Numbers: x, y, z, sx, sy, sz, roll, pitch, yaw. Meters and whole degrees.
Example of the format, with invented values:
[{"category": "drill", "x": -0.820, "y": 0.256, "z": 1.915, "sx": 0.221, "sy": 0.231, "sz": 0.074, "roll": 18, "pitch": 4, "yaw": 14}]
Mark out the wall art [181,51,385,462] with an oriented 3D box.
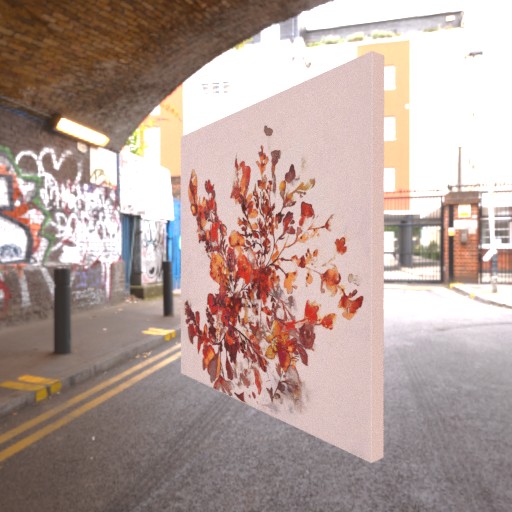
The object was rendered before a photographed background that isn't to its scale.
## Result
[{"category": "wall art", "x": 0.000, "y": 0.000, "z": 1.500, "sx": 0.049, "sy": 1.009, "sz": 1.009, "roll": 0, "pitch": 1, "yaw": -37}]
